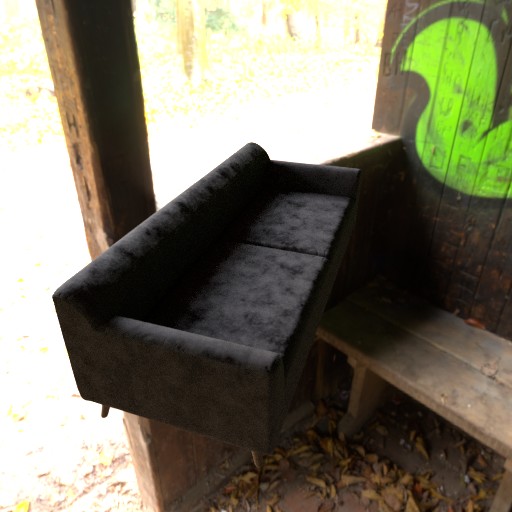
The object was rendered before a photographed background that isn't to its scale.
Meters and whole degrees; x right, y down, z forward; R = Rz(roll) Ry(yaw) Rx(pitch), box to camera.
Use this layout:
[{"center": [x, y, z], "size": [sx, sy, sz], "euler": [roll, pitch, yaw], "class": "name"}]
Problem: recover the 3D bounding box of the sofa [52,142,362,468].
[{"center": [0.000, 0.000, 2.606], "size": [0.900, 0.740, 2.190], "euler": [10, 32, 17], "class": "sofa"}]
